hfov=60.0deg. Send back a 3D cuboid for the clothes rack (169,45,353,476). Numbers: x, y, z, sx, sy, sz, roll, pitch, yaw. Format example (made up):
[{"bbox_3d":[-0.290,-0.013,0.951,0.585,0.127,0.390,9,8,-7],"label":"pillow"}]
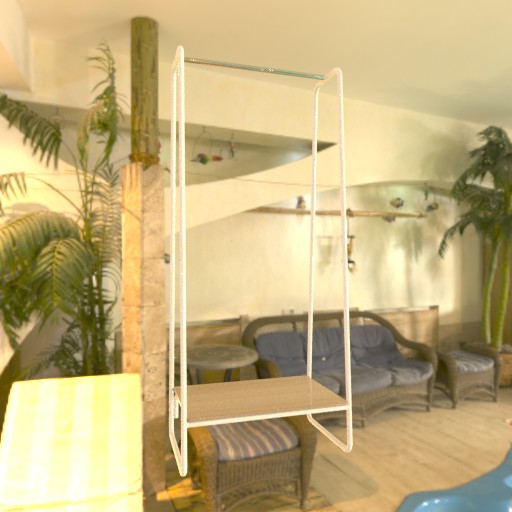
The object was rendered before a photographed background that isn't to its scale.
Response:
[{"bbox_3d":[0.000,0.000,1.752,0.640,1.500,0.400,0,0,-17],"label":"clothes rack"}]
